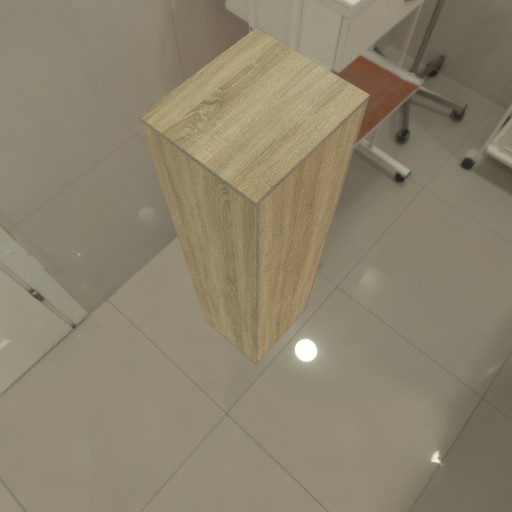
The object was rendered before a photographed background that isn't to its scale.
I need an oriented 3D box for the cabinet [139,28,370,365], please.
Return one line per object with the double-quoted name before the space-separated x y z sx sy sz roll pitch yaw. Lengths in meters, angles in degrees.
"cabinet" 0.000 0.000 2.169 0.450 1.960 0.510 38 69 17
